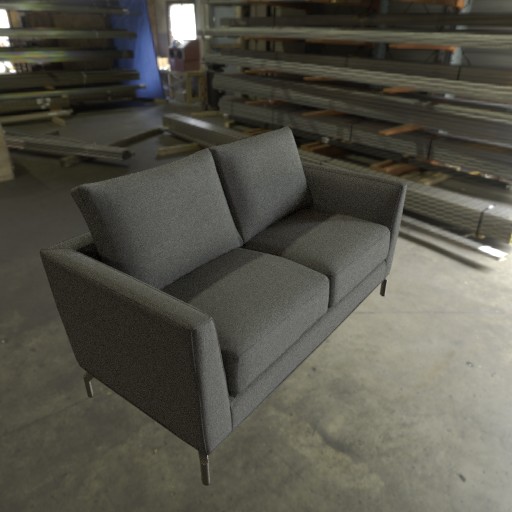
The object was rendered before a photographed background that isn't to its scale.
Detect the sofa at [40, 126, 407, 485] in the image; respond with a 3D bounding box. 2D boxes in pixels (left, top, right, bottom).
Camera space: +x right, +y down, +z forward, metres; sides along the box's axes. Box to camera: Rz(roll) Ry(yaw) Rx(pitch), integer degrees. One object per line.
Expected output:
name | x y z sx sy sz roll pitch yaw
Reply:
sofa | 0.000 0.000 2.061 0.803 0.924 1.594 19 33 33
